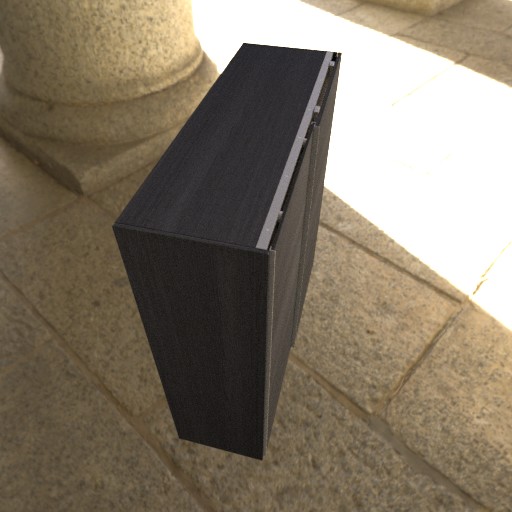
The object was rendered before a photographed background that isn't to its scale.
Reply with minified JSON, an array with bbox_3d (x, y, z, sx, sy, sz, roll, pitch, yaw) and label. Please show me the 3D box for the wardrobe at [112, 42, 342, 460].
[{"bbox_3d":[0.000,0.000,2.858,0.629,1.960,1.780,10,47,10],"label":"wardrobe"}]
